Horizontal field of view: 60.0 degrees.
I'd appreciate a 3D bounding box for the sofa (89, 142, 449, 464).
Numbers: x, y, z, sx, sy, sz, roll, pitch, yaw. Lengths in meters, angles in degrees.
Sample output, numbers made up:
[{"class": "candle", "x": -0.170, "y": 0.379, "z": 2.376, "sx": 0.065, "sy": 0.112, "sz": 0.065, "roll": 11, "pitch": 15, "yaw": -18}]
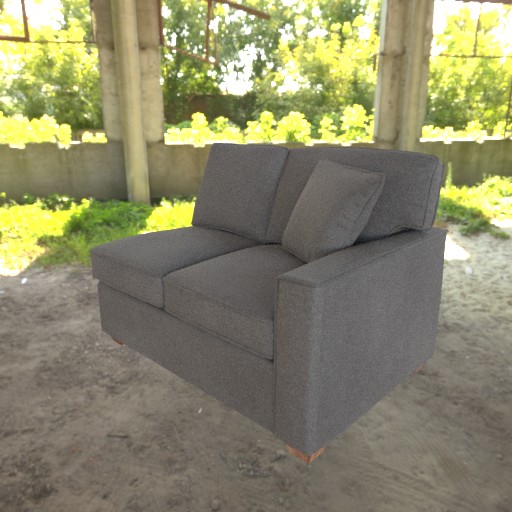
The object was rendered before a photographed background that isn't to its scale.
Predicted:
[{"class": "sofa", "x": 0.000, "y": 0.000, "z": 2.052, "sx": 1.388, "sy": 0.989, "sz": 0.991, "roll": 15, "pitch": 21, "yaw": 42}]
